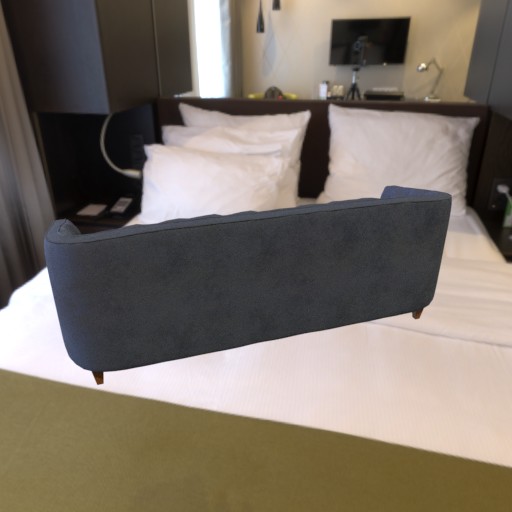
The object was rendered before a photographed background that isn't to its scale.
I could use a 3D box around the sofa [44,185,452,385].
[{"bbox_3d":[0.000,0.000,2.706,2.278,0.855,0.941,-8,26,-17],"label":"sofa"}]
